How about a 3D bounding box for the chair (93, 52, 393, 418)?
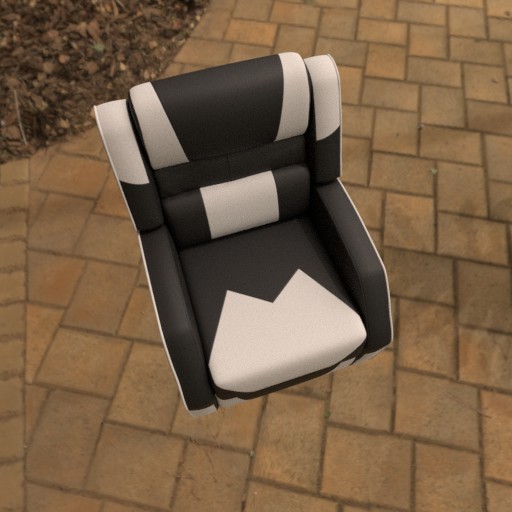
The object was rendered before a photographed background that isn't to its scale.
[{"bbox_3d":[0.000,0.000,1.271,0.620,0.805,0.672,-16,63,-8],"label":"chair"}]
